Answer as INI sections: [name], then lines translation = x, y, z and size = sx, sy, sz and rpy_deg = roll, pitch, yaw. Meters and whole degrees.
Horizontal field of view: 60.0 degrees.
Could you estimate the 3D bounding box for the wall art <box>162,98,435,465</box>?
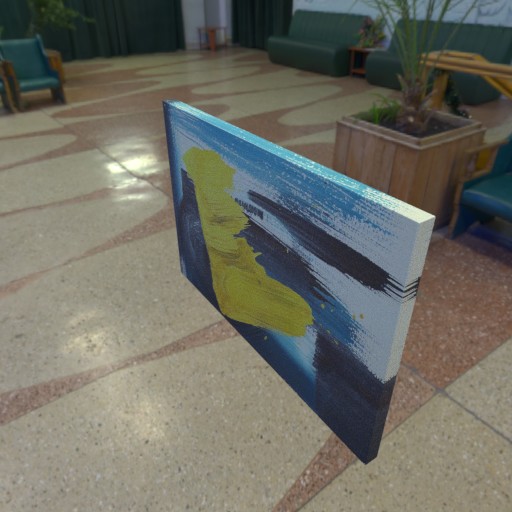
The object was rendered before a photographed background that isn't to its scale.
[wall art]
translation = 0.000, 0.000, 1.146
size = 0.039, 0.610, 0.914
rpy_deg = -20, 38, -28
